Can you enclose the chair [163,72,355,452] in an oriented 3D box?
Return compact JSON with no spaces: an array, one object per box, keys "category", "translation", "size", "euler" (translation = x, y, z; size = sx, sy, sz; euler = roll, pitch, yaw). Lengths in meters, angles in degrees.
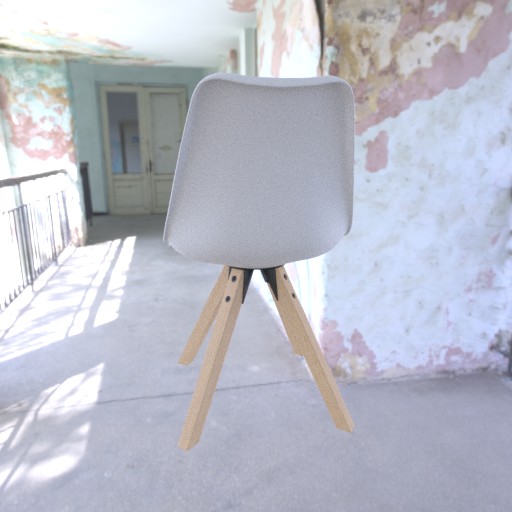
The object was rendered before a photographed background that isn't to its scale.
[{"category":"chair","translation":[0.000,0.000,1.200],"size":[0.485,0.850,0.550],"euler":[-2,14,-9]}]
